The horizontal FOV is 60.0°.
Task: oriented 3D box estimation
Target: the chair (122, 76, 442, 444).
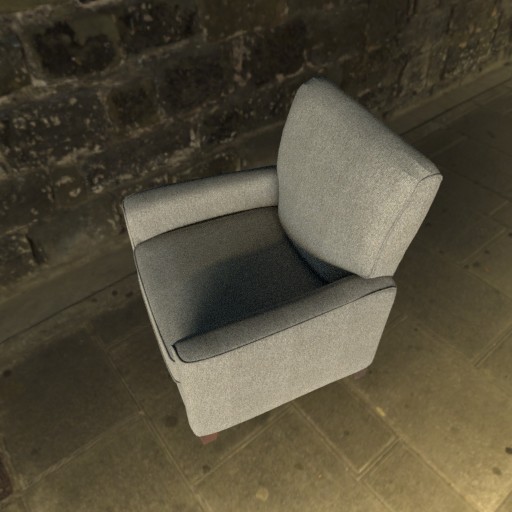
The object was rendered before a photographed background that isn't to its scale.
[{"bbox_3d":[0.000,0.000,1.652,0.858,1.028,0.841,-18,48,-16],"label":"chair"}]
